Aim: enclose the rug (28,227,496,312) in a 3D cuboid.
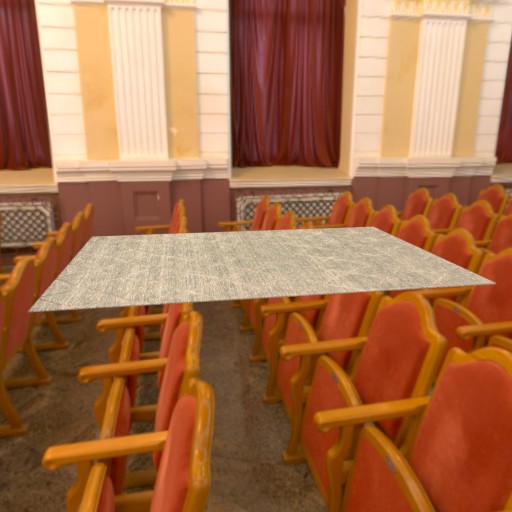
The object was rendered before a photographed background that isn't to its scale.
[{"bbox_3d":[0.000,0.000,2.850,2.283,0.006,1.521,-3,15,-9],"label":"rug"}]
